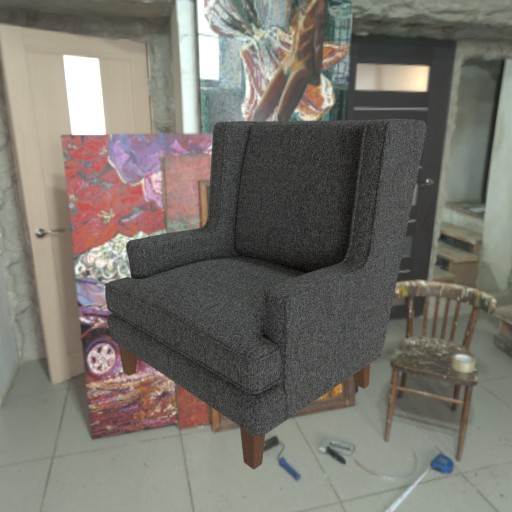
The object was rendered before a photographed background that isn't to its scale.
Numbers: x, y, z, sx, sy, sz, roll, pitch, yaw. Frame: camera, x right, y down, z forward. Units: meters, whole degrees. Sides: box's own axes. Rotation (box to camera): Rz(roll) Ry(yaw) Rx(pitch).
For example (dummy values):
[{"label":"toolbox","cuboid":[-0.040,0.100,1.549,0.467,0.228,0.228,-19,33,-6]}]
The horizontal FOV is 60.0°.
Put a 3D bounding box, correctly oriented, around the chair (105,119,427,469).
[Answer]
[{"label":"chair","cuboid":[0.000,0.000,1.836,0.927,1.082,0.942,-16,22,-43]}]
